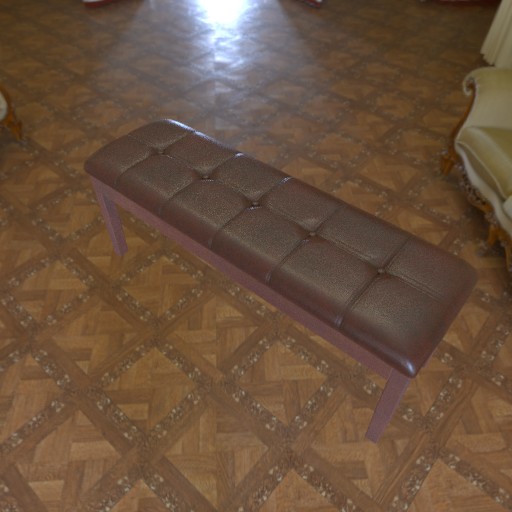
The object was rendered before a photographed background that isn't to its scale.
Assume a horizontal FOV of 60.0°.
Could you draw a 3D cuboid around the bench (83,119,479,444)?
[{"bbox_3d":[0.000,0.000,1.498,1.259,0.491,0.401,31,54,26],"label":"bench"}]
